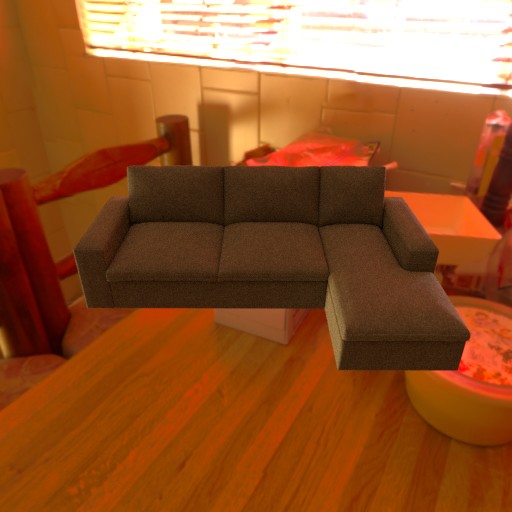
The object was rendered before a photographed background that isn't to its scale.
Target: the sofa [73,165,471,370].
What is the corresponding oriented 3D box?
[{"bbox_3d":[0.000,0.000,3.453,2.718,0.940,1.689,0,31,0],"label":"sofa"}]
